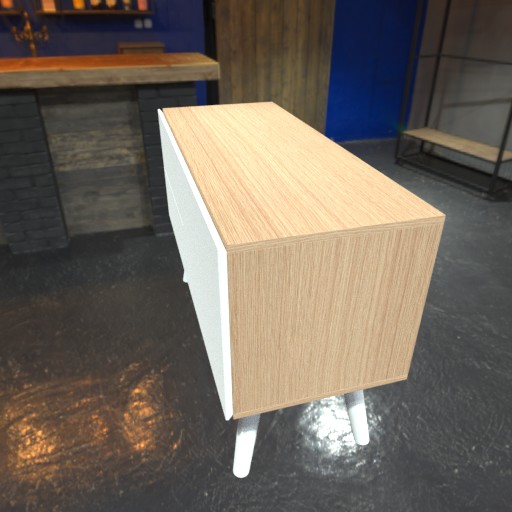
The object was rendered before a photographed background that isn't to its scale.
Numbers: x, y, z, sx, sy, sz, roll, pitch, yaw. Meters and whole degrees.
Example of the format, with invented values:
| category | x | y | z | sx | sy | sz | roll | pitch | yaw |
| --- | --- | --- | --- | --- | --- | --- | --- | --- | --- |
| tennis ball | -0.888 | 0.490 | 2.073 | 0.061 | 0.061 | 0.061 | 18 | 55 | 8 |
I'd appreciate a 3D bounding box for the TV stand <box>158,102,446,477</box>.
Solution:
| category | x | y | z | sx | sy | sz | roll | pitch | yaw |
| --- | --- | --- | --- | --- | --- | --- | --- | --- | --- |
| TV stand | 0.000 | 0.000 | 1.302 | 0.407 | 0.660 | 0.991 | -8 | 31 | -14 |
